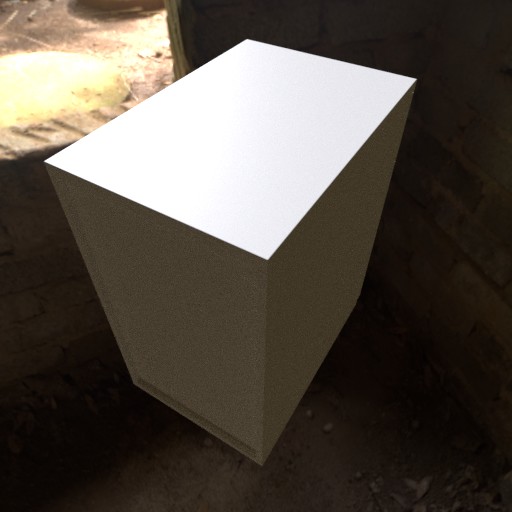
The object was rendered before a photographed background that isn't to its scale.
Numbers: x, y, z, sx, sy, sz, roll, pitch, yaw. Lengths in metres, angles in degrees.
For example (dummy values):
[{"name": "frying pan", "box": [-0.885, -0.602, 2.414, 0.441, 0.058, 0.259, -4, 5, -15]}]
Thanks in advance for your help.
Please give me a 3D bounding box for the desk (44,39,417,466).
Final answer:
[{"name": "desk", "box": [0.000, 0.000, 1.053, 0.404, 0.730, 0.600, 24, 51, 21]}]
